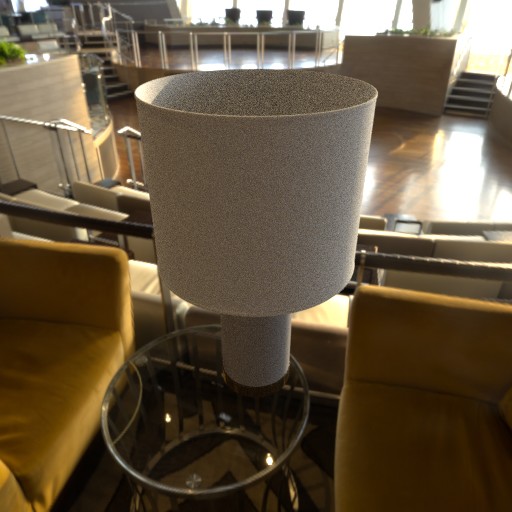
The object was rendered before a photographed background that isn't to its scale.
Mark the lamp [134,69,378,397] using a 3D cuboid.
[{"bbox_3d":[0.000,0.000,0.525,0.229,0.380,0.229,0,31,0],"label":"lamp"}]
